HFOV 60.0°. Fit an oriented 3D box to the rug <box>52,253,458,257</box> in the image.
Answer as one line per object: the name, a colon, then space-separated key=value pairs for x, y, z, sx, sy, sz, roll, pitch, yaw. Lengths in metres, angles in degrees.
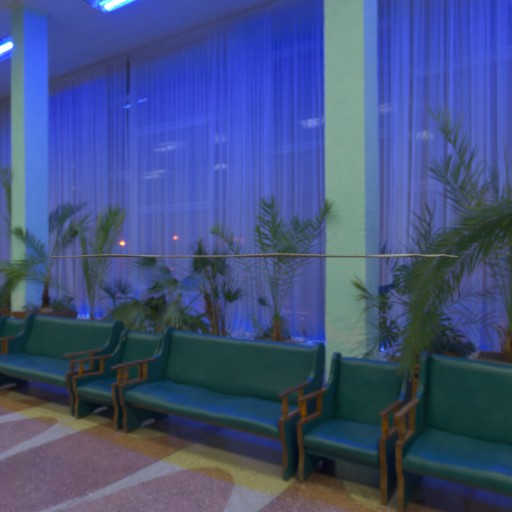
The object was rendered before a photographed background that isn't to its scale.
rug: x=0.000 y=0.000 z=4.492 sx=3.333 sy=0.027 sz=2.428 roll=0 pitch=0 yaw=35
